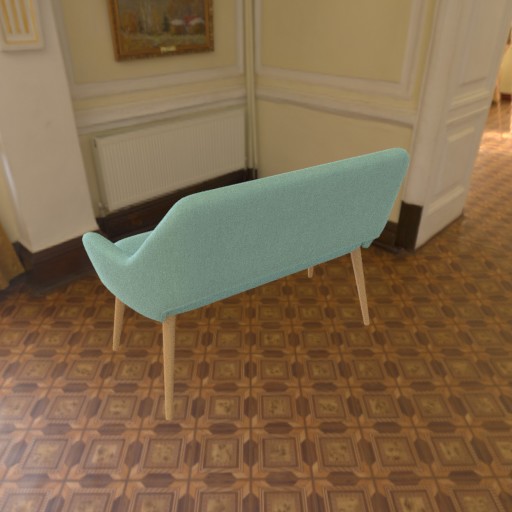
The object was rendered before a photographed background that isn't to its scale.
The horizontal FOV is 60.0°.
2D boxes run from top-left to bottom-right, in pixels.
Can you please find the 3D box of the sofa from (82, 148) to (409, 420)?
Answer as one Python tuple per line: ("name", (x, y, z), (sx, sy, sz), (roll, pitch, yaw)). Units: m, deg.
("sofa", (0.000, 0.000, 1.652), (1.150, 0.840, 0.610), (-18, 35, -28))
